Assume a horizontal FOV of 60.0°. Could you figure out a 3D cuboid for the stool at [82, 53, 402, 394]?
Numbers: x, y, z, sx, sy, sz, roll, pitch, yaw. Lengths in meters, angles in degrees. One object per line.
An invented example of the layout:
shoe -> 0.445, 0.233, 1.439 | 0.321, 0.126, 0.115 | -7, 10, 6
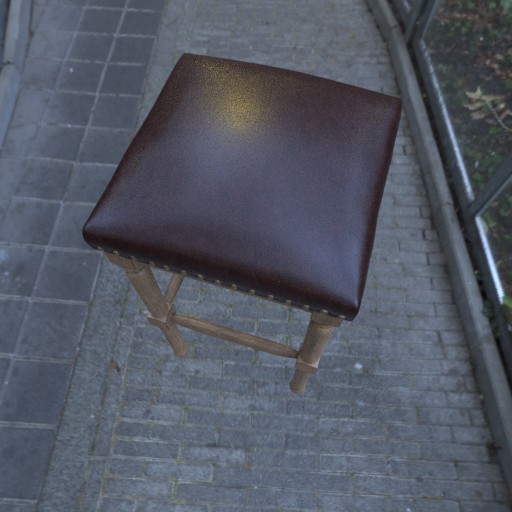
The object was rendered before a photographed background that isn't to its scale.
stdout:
stool -> 0.000, 0.000, 0.916 | 0.383, 0.702, 0.382 | 15, 63, 8
